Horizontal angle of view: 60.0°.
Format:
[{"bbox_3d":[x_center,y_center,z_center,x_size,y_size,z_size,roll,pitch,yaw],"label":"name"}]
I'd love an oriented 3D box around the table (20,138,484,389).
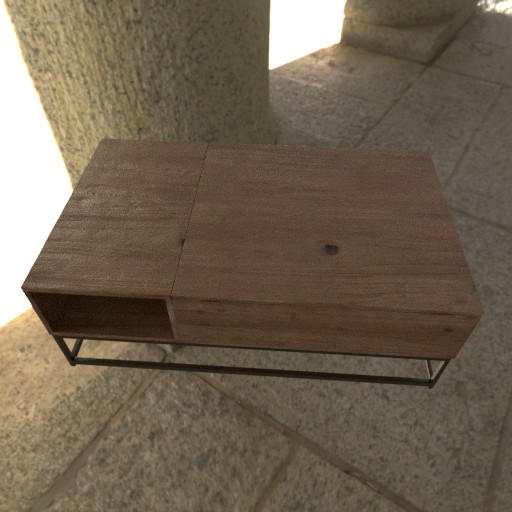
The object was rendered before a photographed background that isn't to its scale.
[{"bbox_3d":[0.000,0.000,1.410,1.101,0.395,0.655,3,47,3],"label":"table"}]
